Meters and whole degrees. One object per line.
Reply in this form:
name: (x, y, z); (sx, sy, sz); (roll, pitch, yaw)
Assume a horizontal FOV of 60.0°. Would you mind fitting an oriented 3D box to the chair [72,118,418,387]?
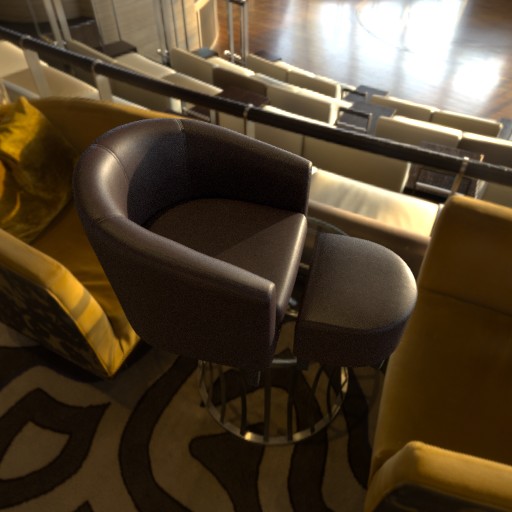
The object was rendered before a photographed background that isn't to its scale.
chair: (0.000, 0.000, 1.634); (1.176, 0.755, 0.737); (11, 46, 10)
